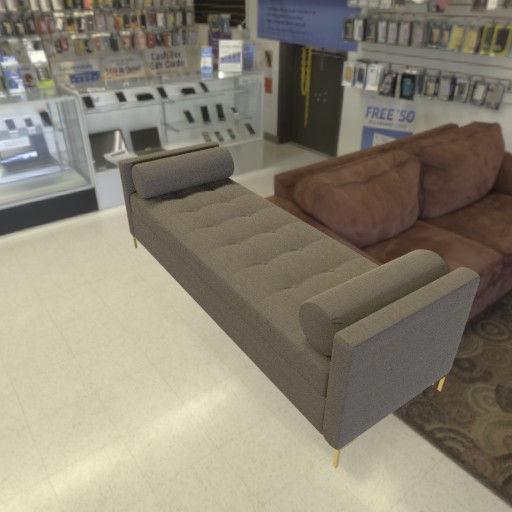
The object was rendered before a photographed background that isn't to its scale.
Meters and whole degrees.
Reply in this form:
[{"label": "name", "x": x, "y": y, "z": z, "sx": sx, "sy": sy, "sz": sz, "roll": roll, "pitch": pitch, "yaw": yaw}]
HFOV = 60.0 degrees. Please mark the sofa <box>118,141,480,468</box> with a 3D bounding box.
[{"label": "sofa", "x": 0.000, "y": 0.000, "z": 2.332, "sx": 0.686, "sy": 0.635, "sz": 1.981, "roll": -20, "pitch": 37, "yaw": -29}]
